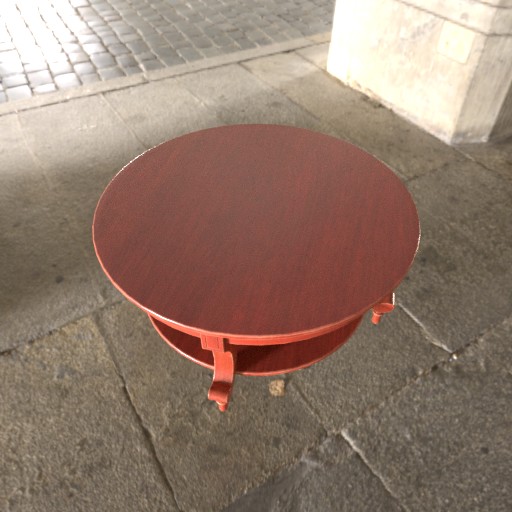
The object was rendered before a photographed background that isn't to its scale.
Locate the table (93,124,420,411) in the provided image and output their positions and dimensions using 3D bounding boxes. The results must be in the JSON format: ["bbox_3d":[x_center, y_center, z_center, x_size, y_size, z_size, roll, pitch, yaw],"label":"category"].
[{"bbox_3d":[0.000,0.000,1.601,1.029,0.486,1.029,0,45,0],"label":"table"}]
